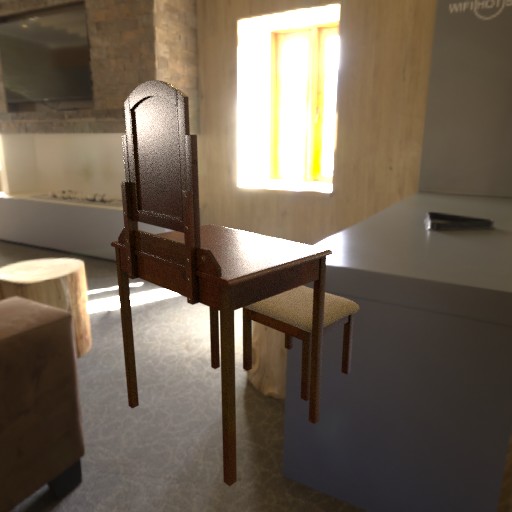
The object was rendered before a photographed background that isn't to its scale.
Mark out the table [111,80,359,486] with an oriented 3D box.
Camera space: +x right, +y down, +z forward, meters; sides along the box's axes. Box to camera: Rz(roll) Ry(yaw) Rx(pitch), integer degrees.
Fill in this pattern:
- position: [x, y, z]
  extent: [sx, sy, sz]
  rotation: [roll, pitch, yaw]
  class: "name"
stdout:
- position: [0.000, 0.000, 2.324]
  extent: [0.876, 1.631, 1.211]
  rotation: [15, 21, 43]
  class: "table"
